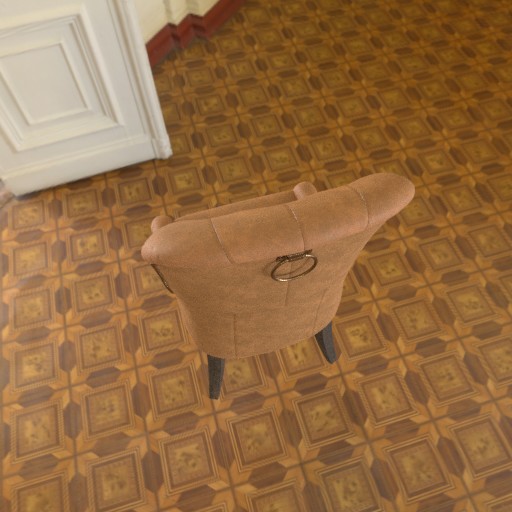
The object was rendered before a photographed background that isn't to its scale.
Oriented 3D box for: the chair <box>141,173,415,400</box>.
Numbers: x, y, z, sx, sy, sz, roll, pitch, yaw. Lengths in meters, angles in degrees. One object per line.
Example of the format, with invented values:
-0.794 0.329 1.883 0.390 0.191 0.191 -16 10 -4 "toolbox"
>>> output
0.000 0.000 1.447 0.634 1.091 0.629 -15 60 -9 "chair"
